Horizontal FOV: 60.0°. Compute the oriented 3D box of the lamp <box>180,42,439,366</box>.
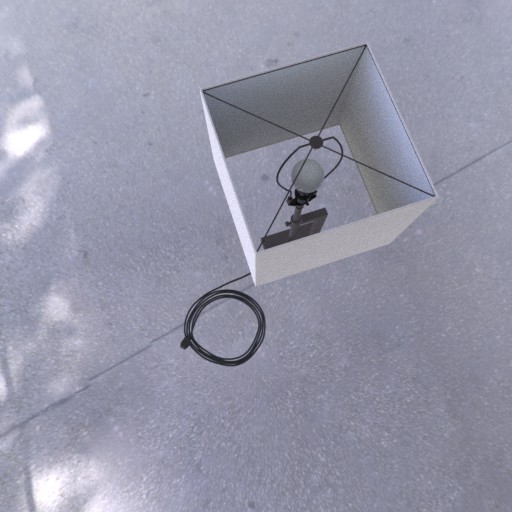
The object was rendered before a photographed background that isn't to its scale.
[{"bbox_3d":[0.000,0.000,0.957,0.504,0.660,0.399,-17,76,-4],"label":"lamp"}]
